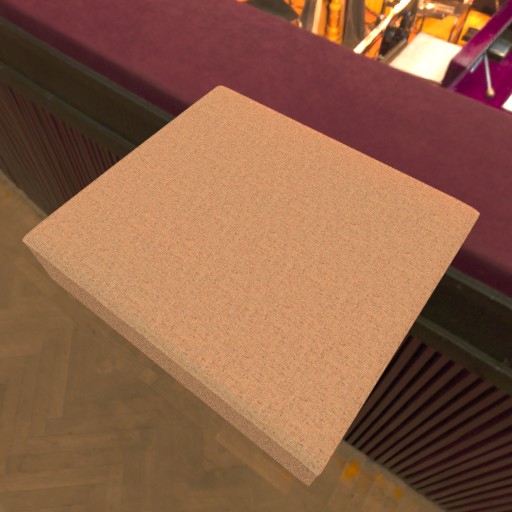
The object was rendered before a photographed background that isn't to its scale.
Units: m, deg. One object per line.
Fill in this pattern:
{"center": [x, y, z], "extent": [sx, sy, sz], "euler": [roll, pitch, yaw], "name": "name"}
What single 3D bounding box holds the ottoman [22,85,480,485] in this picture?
{"center": [0.000, 0.000, 1.179], "extent": [0.835, 0.303, 0.736], "euler": [32, 62, 19], "name": "ottoman"}
